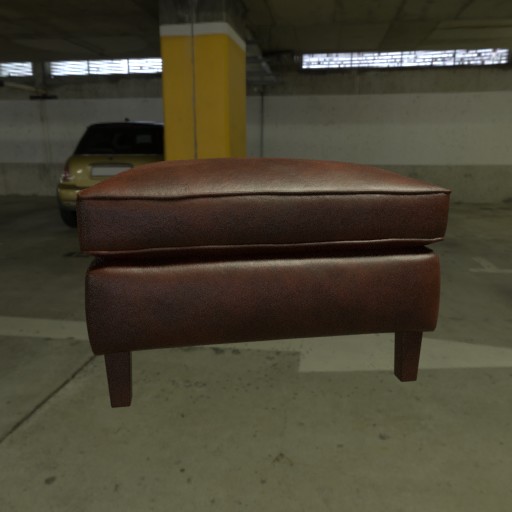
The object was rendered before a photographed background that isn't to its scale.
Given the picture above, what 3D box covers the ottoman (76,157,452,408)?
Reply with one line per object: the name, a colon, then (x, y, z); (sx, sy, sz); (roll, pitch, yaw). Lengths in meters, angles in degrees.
ottoman: (0.000, 0.000, 0.995); (0.665, 0.432, 0.501); (-2, 14, -9)
